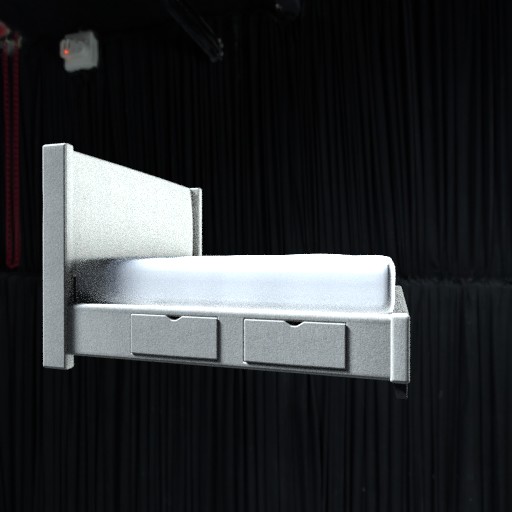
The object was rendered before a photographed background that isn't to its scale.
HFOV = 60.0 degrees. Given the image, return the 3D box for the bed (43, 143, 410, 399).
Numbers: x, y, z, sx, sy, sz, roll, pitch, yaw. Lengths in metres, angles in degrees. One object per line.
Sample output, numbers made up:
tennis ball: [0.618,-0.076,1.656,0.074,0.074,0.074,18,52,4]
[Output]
bed: [0.000,0.000,3.589,2.280,1.470,2.140,0,0,17]
